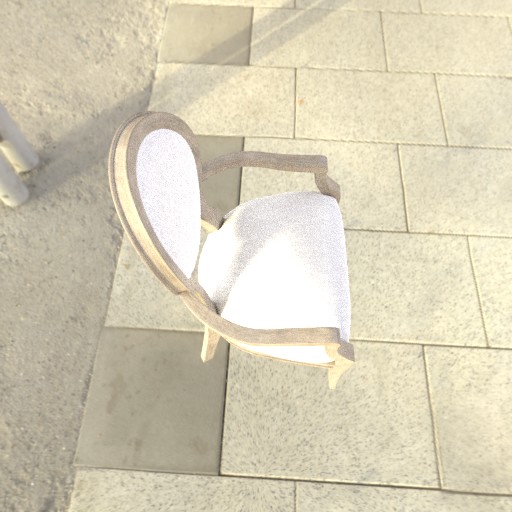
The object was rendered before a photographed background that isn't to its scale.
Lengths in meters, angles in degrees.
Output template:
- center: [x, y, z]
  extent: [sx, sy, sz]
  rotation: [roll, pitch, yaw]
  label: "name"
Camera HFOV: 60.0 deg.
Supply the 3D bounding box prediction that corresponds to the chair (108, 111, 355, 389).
- center: [0.000, 0.000, 1.347]
  extent: [0.602, 0.991, 0.611]
  rotation: [1, 63, 0]
  label: "chair"
